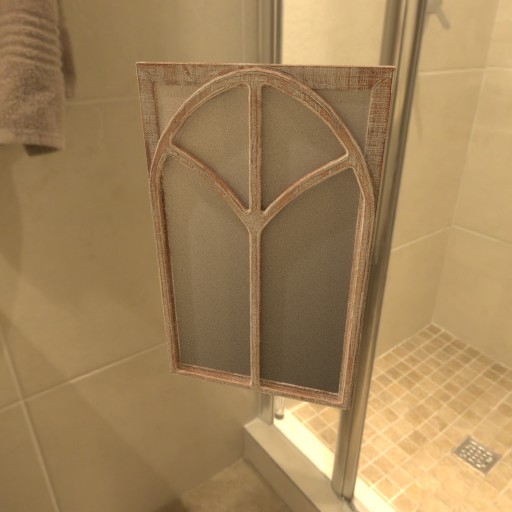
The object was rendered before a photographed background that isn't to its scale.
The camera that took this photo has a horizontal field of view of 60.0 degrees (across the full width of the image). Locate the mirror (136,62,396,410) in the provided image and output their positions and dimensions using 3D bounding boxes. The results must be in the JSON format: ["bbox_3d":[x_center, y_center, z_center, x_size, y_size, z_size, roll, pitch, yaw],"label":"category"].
[{"bbox_3d":[0.000,0.000,0.989,0.495,0.787,0.058,7,27,14],"label":"mirror"}]
